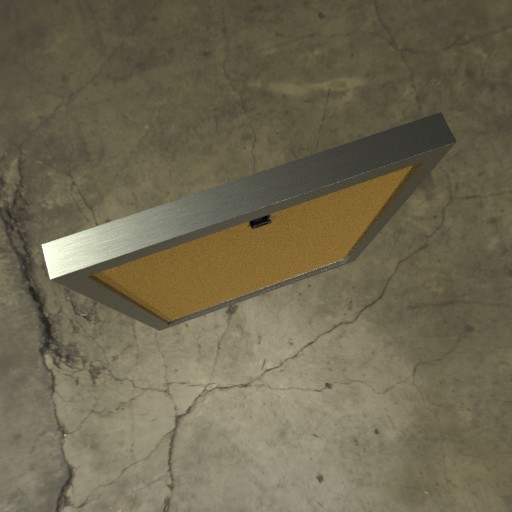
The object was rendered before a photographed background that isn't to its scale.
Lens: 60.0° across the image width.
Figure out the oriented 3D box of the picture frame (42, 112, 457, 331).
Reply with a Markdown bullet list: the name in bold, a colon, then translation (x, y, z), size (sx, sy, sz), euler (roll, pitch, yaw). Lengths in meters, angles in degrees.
- **picture frame**: translation (0.000, 0.000, 1.335), size (0.839, 0.968, 0.073), euler (-19, 76, -5)
